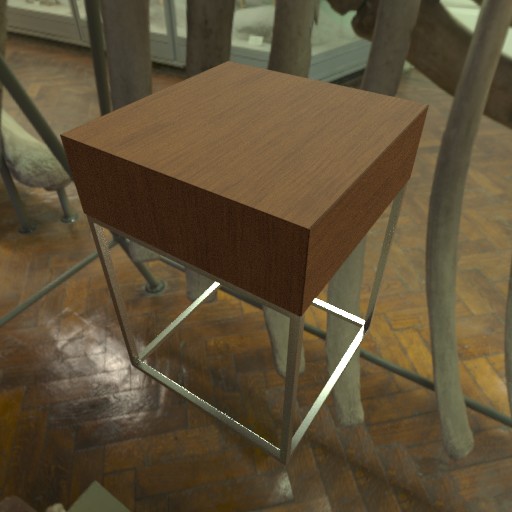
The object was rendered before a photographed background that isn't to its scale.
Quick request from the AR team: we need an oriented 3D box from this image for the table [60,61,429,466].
[{"bbox_3d":[0.000,0.000,0.839,0.398,0.540,0.397,23,46,25],"label":"table"}]
